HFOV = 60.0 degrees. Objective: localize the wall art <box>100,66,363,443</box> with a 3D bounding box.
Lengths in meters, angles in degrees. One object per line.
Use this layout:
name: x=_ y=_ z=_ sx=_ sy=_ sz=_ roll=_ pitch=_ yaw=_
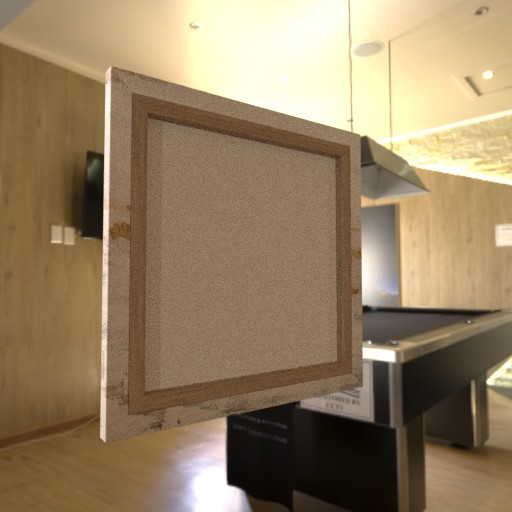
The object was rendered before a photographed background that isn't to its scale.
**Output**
wall art: x=0.000 y=0.000 z=1.119 sx=0.753 sy=0.755 sz=0.038 roll=2 pitch=-3 yaw=-36
